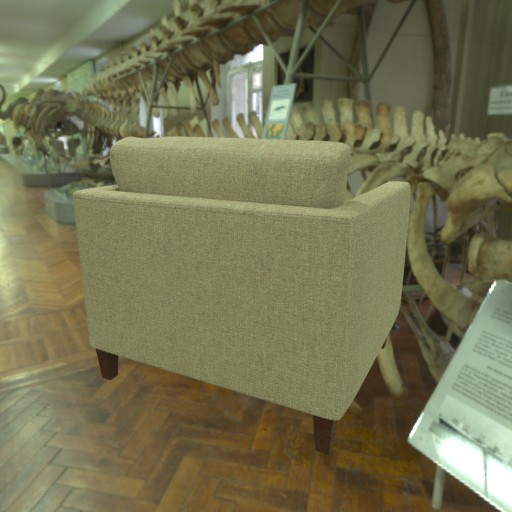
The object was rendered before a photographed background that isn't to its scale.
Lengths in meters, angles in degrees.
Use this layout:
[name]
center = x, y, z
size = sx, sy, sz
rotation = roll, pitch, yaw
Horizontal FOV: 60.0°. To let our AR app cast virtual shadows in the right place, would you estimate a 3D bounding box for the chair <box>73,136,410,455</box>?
[chair]
center = 0.000, 0.000, 1.889
size = 1.107, 0.987, 0.959
rotation = 8, 18, 27
